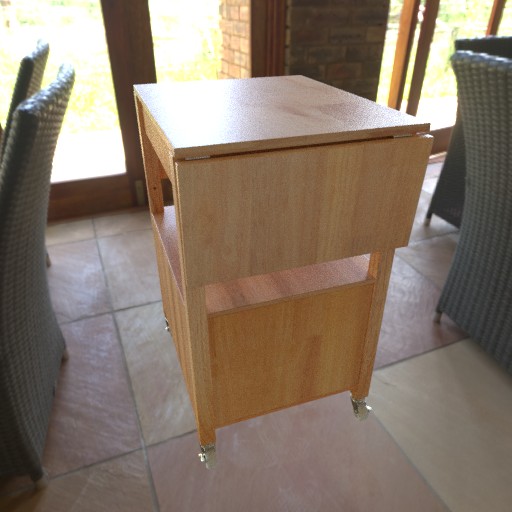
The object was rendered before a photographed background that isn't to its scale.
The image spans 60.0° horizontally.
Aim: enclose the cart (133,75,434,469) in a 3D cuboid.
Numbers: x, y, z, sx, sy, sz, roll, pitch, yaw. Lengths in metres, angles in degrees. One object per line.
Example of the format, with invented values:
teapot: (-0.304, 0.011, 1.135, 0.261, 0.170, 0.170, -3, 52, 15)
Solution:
cart: (0.000, 0.000, 1.242, 0.508, 0.838, 0.640, -10, 32, -17)
